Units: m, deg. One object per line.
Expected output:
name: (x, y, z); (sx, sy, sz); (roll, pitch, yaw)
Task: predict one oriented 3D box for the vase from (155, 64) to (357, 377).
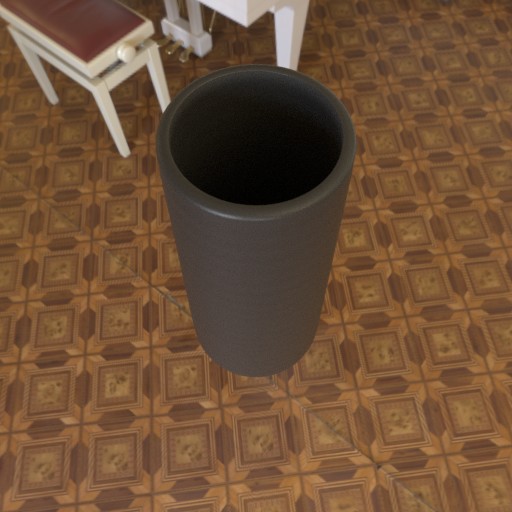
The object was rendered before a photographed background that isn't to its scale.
vase: (0.000, 0.000, 0.360); (0.136, 0.289, 0.136); (-36, 69, -16)
